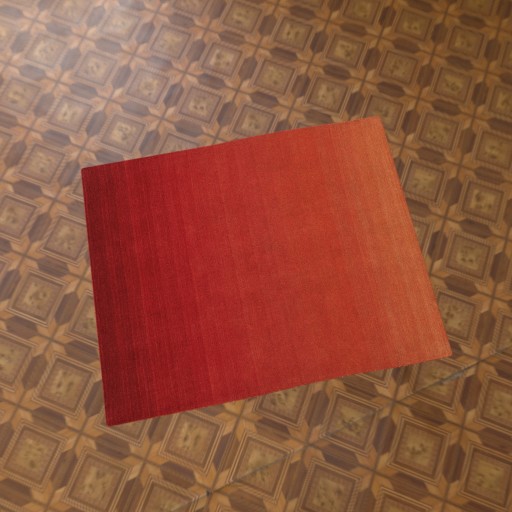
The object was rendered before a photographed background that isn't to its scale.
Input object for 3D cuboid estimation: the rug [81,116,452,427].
[{"bbox_3d":[0.000,0.000,3.934,2.905,0.028,2.340,-11,75,-3],"label":"rug"}]
